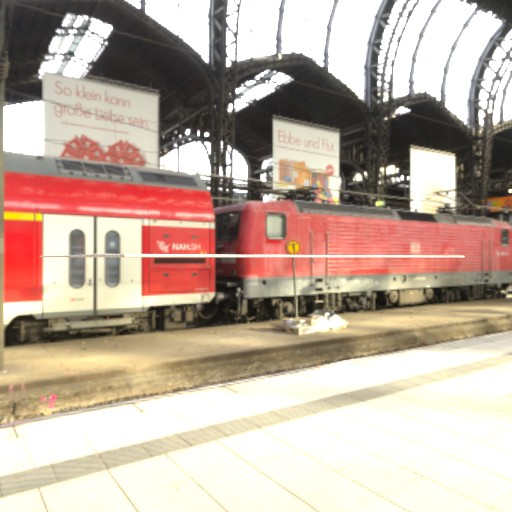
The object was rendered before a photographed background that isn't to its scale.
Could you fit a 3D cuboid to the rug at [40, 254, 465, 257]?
[{"bbox_3d":[0.000,0.000,2.291,1.825,0.015,1.232,0,0,-36],"label":"rug"}]
